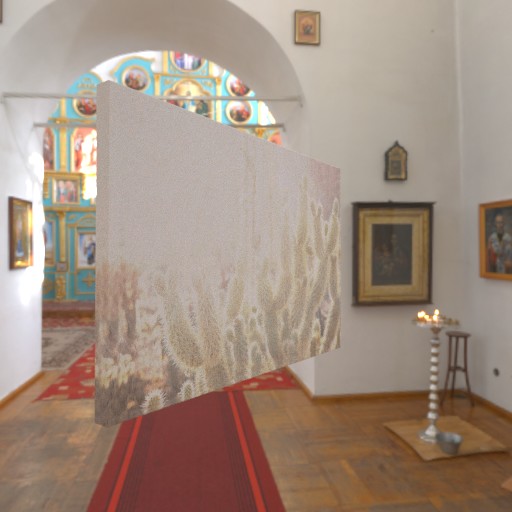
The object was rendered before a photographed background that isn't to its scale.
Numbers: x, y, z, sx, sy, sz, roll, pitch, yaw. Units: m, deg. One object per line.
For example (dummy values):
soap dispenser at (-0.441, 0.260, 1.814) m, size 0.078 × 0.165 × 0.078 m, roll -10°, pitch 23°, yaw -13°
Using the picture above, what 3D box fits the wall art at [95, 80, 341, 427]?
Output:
wall art at (0.000, 0.000, 1.152) m, size 0.040 × 0.608 × 0.916 m, roll -1°, pitch -1°, yaw 37°
